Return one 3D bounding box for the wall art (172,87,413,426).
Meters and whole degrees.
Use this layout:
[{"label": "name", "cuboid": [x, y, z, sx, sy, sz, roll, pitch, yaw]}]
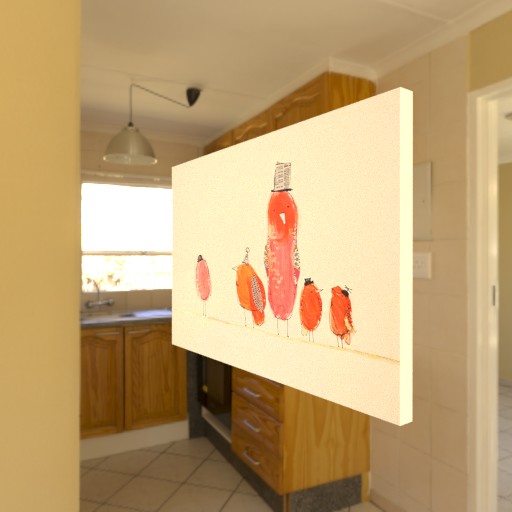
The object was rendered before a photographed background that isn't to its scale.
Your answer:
[{"label": "wall art", "cuboid": [0.000, 0.000, 1.173, 0.038, 0.609, 0.914, 0, 0, -37]}]
